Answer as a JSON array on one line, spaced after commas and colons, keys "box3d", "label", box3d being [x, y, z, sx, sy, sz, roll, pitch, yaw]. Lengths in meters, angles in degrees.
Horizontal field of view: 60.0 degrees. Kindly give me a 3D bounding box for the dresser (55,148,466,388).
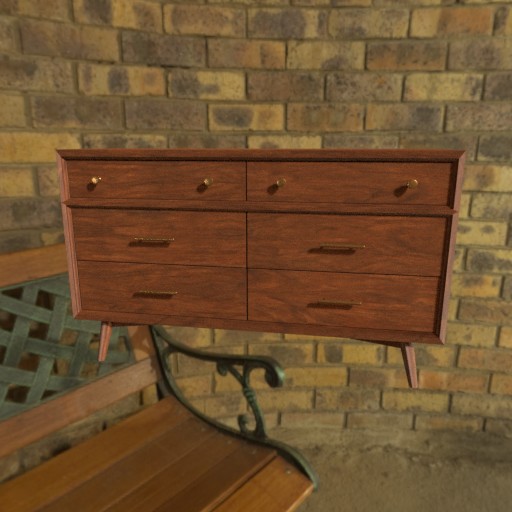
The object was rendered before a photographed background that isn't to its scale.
[{"box3d": [0.000, 0.000, 1.896, 1.472, 0.889, 0.500, 2, 14, 9], "label": "dresser"}]
